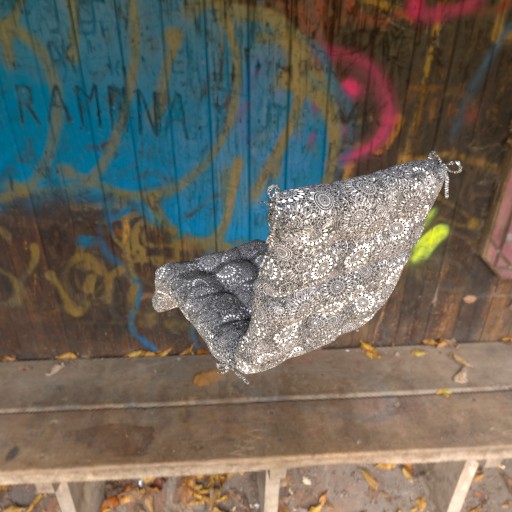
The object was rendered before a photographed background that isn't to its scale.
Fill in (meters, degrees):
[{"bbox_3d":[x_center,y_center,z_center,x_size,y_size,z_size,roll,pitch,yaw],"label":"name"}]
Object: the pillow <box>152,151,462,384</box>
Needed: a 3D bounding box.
[{"bbox_3d":[0.000,0.000,1.481,0.526,0.863,1.016,-17,34,-27],"label":"pillow"}]
